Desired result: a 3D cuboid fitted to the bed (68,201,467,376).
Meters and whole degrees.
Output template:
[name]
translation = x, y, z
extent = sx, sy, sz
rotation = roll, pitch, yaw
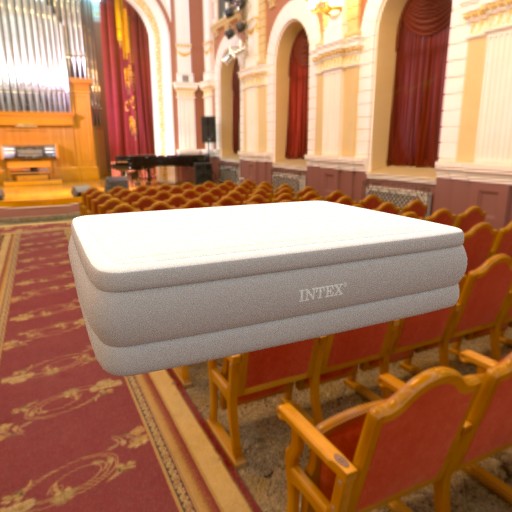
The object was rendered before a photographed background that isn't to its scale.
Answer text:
[bed]
translation = 0.000, 0.000, 2.665
extent = 2.036, 0.460, 1.520
rotation = -7, 16, -25
